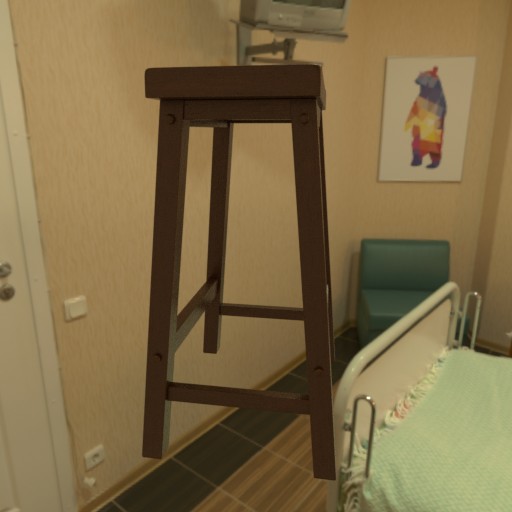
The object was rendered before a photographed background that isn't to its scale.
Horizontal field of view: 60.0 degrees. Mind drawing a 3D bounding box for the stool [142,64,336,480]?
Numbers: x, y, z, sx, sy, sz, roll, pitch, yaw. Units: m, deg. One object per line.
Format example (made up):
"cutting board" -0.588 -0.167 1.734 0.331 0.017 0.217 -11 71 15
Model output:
"stool" 0.000 0.000 0.832 0.322 0.610 0.406 3 16 9
